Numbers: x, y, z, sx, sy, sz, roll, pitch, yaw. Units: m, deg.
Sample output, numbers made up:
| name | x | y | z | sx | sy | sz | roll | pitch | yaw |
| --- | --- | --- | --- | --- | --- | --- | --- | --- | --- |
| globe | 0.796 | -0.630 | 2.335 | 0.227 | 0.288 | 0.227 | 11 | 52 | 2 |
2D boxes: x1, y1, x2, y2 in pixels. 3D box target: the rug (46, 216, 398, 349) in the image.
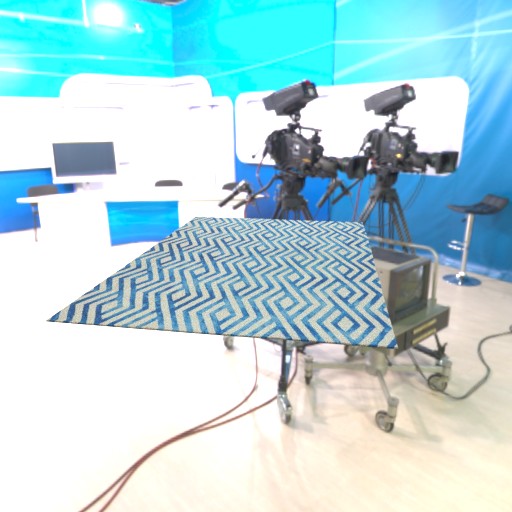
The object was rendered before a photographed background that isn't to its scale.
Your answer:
| name | x | y | z | sx | sy | sz | roll | pitch | yaw |
| --- | --- | --- | --- | --- | --- | --- | --- | --- | --- |
| rug | 0.000 | 0.000 | 2.356 | 1.225 | 0.008 | 1.830 | 3 | 17 | 9 |
